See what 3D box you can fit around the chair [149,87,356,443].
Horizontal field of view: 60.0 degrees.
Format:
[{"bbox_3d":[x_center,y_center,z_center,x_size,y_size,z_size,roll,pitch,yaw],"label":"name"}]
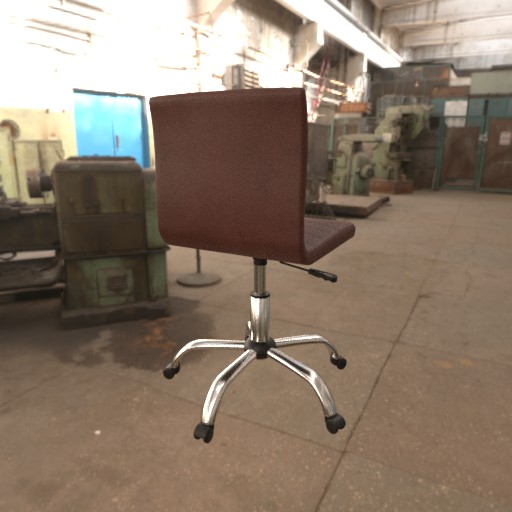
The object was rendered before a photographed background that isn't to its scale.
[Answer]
[{"bbox_3d":[0.000,0.000,1.147,0.556,0.780,0.530,8,17,29],"label":"chair"}]
